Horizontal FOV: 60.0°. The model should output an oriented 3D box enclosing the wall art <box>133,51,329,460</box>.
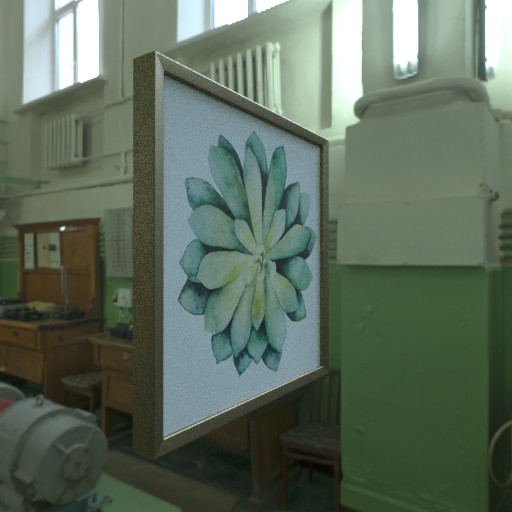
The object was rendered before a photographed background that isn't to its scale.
[{"bbox_3d":[0.000,0.000,0.765,0.040,0.506,0.503,0,0,34],"label":"wall art"}]
